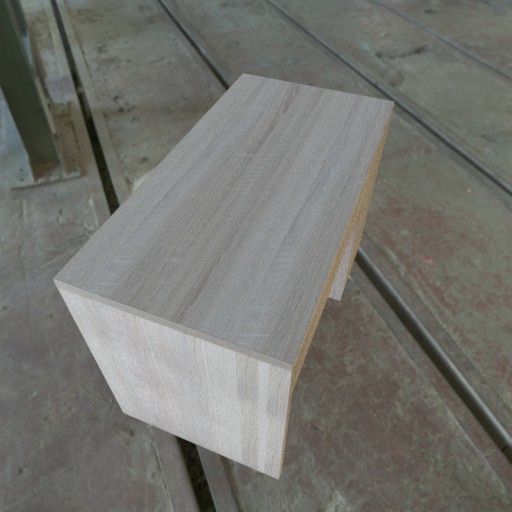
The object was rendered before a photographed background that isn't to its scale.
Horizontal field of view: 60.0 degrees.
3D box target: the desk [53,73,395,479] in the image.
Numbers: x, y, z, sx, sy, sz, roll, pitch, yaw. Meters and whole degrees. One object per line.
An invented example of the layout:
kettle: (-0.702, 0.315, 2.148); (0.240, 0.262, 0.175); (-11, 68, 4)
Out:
desk: (0.000, 0.000, 1.549); (0.600, 0.731, 1.100); (17, 50, 15)
